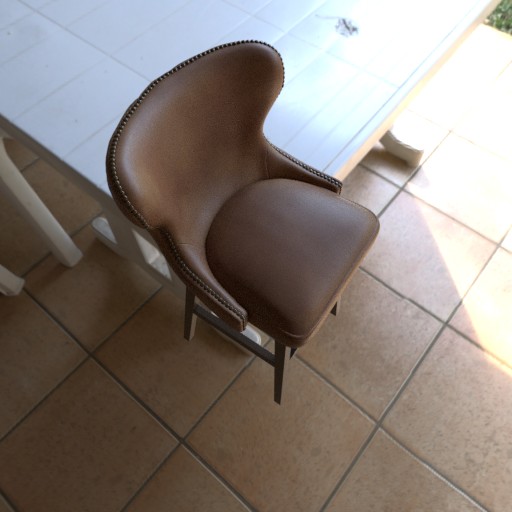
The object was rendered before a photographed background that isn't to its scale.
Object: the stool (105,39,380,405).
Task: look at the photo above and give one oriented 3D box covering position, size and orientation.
[{"bbox_3d":[0.000,0.000,1.417,0.606,1.087,0.591,30,64,16],"label":"stool"}]
